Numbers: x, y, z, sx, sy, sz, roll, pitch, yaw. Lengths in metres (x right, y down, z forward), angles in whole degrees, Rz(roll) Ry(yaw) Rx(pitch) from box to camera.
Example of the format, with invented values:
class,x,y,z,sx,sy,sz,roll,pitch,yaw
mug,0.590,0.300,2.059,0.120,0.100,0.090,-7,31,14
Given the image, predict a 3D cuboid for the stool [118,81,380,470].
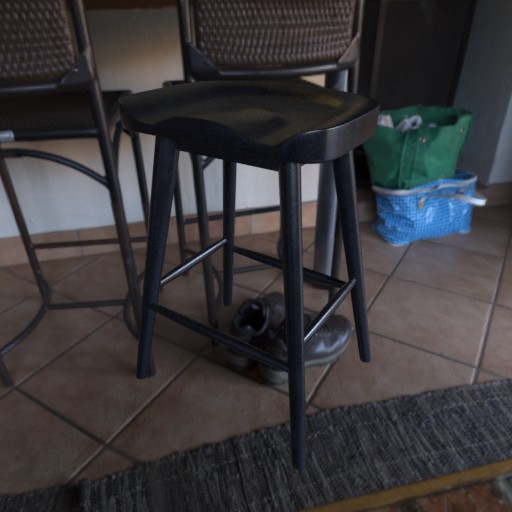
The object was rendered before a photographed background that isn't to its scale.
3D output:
class,x,y,z,sx,sy,sz,roll,pitch,yaw
stool,0.000,0.000,0.896,0.440,0.615,0.361,18,35,28
